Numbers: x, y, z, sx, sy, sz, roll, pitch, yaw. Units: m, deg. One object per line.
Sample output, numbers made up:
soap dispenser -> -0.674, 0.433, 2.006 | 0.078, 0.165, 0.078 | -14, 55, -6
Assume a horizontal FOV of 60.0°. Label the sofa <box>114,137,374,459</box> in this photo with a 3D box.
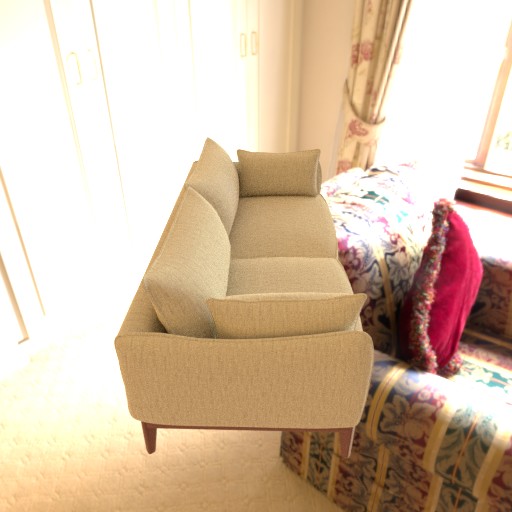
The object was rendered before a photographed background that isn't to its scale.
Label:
sofa -> 0.000, 0.000, 2.496 | 0.991, 0.860, 1.989 | 1, 31, 1
